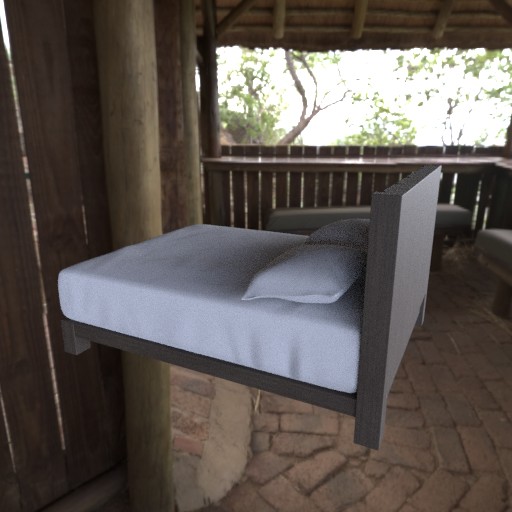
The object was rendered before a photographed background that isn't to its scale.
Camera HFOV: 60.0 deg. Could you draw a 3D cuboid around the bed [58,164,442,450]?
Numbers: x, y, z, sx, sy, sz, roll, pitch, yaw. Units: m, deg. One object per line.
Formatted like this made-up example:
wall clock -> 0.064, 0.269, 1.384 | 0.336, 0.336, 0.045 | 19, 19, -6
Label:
bed -> 0.000, 0.000, 3.249 | 2.242, 1.270, 1.727 | 8, 18, 26
